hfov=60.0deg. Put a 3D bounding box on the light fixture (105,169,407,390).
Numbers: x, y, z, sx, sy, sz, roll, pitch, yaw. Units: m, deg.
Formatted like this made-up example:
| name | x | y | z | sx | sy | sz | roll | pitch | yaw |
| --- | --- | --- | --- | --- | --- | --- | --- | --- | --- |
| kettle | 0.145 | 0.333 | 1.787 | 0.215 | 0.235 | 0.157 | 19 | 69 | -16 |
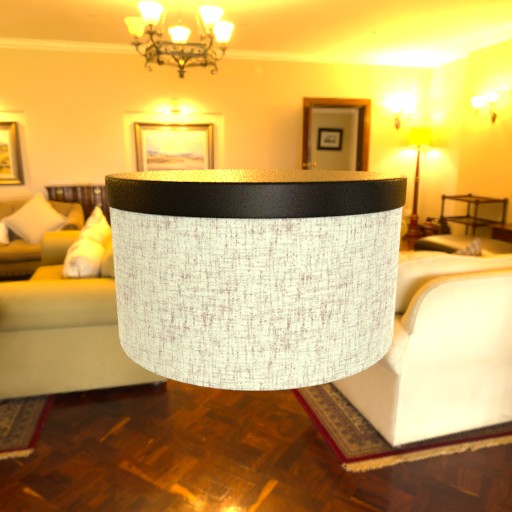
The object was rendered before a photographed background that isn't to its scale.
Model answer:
| name | x | y | z | sx | sy | sz | roll | pitch | yaw |
| --- | --- | --- | --- | --- | --- | --- | --- | --- | --- |
| light fixture | 0.000 | 0.000 | 0.626 | 0.389 | 0.229 | 0.389 | 0 | 13 | 0 |
